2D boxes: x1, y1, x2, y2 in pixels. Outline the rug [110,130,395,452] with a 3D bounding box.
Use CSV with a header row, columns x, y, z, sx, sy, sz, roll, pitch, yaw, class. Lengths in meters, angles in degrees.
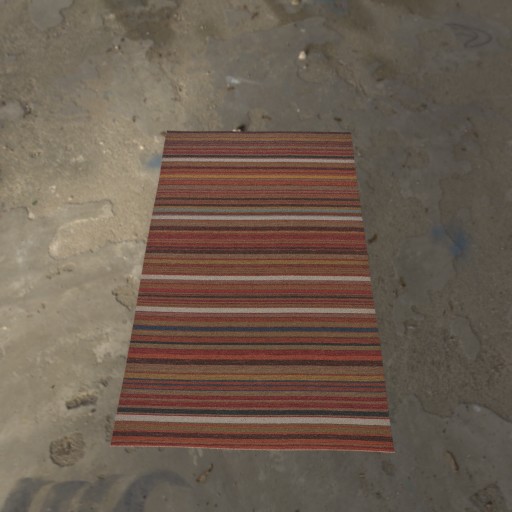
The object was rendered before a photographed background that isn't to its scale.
x,y,z,sx,sy,sz,roll,pitch,yaw,class
0.000,0.000,3.011,1.523,0.008,2.438,1,58,1,rug
